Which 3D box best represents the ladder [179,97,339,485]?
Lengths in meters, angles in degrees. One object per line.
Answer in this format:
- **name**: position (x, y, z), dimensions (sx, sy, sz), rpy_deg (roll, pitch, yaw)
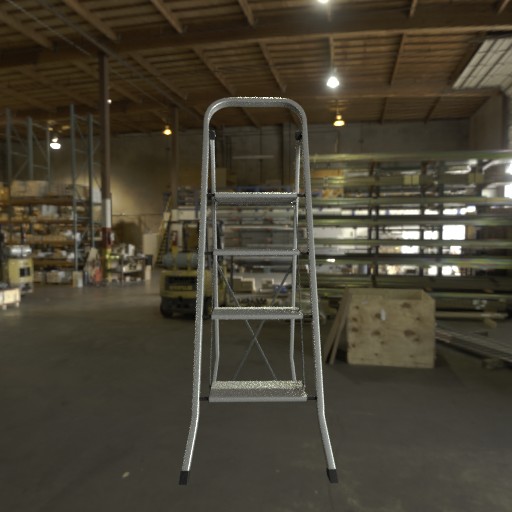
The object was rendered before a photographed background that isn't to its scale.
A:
- **ladder**: position (0.000, 0.000, 1.673), dimensions (0.465, 1.290, 0.830), rpy_deg (0, 2, -1)
